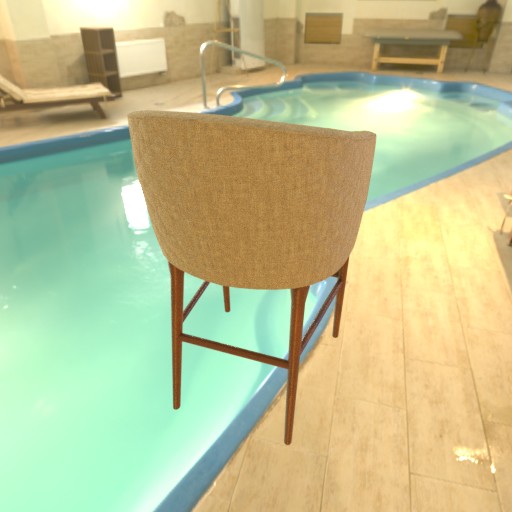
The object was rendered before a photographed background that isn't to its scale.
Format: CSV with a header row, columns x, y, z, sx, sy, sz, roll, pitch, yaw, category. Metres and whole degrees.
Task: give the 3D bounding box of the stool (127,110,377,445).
x,y,z,sx,sy,sz,roll,pitch,yaw,category
0.000,0.000,1.318,0.559,0.952,0.635,11,33,17,stool
